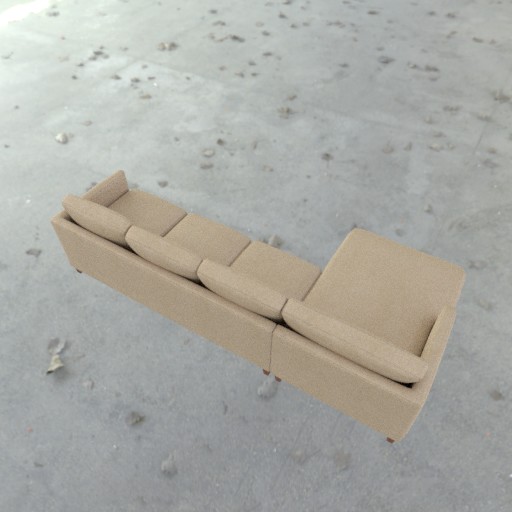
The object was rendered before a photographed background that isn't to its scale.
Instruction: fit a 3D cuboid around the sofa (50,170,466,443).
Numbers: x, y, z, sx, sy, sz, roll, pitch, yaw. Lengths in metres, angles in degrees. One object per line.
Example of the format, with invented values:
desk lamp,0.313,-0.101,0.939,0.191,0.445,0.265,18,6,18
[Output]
sofa,0.000,0.000,3.754,3.201,0.876,1.502,24,51,21
